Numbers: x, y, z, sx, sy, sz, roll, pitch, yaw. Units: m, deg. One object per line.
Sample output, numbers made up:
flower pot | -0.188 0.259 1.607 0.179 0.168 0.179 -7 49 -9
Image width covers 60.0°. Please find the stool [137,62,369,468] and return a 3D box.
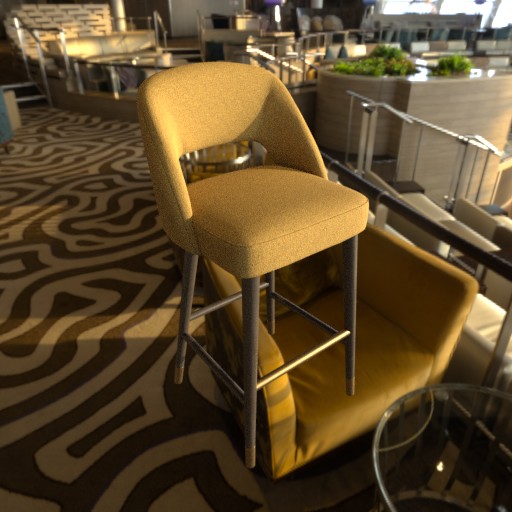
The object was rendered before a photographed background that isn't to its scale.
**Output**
stool | 0.000 0.000 1.331 0.536 1.032 0.522 -22 36 -33
